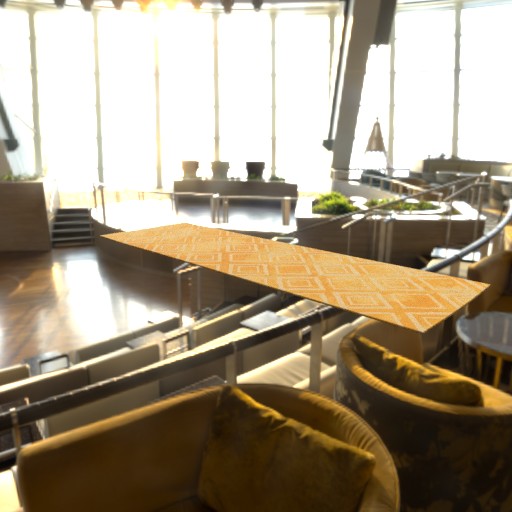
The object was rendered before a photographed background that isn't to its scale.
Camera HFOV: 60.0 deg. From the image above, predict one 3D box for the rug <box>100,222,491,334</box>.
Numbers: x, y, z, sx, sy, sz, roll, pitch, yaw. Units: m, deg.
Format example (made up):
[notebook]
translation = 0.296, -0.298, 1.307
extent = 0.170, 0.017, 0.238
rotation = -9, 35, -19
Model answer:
[rug]
translation = 0.000, 0.000, 2.694
extent = 2.438, 0.010, 0.775
rotation = 14, 20, 42
